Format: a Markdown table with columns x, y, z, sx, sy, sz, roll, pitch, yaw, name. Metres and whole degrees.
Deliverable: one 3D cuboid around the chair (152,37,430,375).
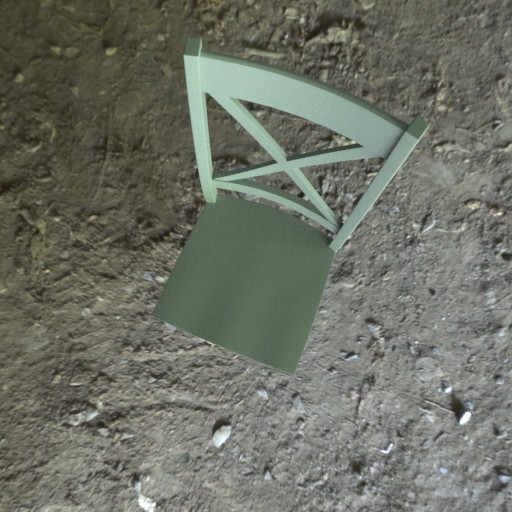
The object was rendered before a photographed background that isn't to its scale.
| x | y | z | sx | sy | sz | roll | pitch | yaw | name |
| --- | --- | --- | --- | --- | --- | --- | --- | --- | --- |
| 0.000 | 0.000 | 1.256 | 0.485 | 0.983 | 0.542 | 22 | 78 | 5 | chair |
